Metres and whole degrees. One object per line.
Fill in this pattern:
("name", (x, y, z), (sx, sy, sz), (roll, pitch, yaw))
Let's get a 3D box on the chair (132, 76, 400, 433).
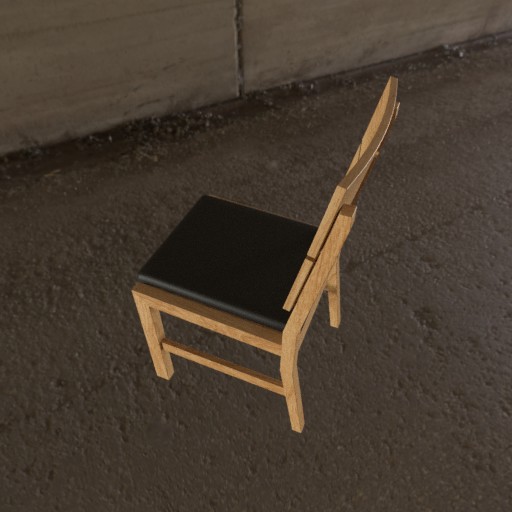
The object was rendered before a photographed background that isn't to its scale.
("chair", (0.000, 0.000, 1.293), (0.569, 0.950, 0.475), (16, 47, 16))
